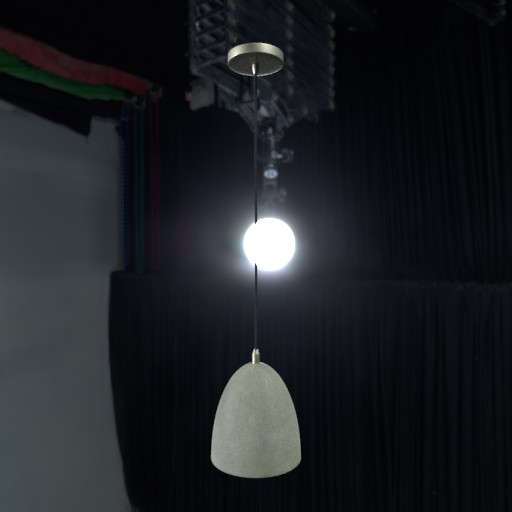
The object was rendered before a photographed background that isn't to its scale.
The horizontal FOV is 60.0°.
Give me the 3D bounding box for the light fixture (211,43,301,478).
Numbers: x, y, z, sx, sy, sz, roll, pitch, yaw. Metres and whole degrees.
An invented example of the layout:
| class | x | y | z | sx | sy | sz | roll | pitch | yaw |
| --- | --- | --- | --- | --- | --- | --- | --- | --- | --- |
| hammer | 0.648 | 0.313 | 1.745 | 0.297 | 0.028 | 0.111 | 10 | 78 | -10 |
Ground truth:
| class | x | y | z | sx | sy | sz | roll | pitch | yaw |
| --- | --- | --- | --- | --- | --- | --- | --- | --- | --- |
| light fixture | 0.000 | 0.000 | 0.842 | 0.170 | 0.759 | 0.170 | 0 | 0 | 36 |
